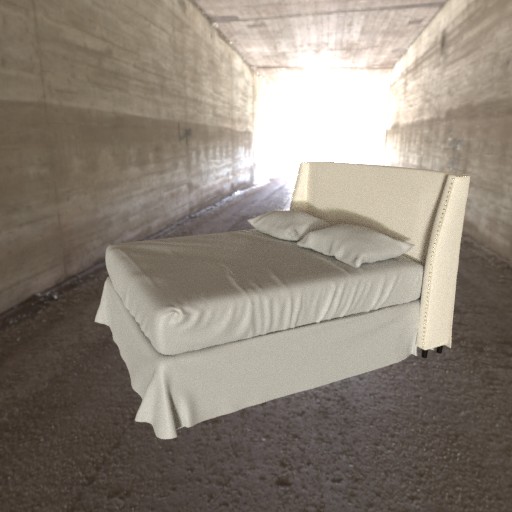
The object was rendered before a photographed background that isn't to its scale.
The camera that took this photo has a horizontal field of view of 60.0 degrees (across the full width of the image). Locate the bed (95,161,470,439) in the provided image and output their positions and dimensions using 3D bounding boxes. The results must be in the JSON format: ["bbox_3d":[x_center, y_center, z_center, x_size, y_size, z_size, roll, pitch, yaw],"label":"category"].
[{"bbox_3d":[0.000,0.000,3.436,2.276,1.332,1.925,-8,17,-26],"label":"bed"}]
